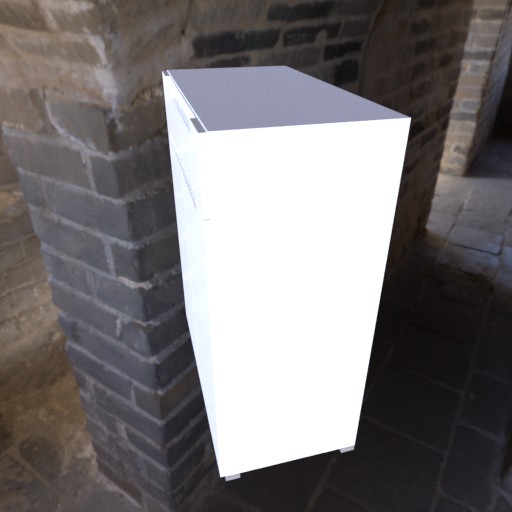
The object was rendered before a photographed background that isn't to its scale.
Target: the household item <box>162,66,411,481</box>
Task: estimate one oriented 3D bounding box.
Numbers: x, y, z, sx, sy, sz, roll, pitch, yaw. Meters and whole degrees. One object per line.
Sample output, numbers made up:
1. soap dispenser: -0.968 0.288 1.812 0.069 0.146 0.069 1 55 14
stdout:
1. household item: 0.000 0.000 1.406 0.420 1.010 0.790 -8 31 -13
